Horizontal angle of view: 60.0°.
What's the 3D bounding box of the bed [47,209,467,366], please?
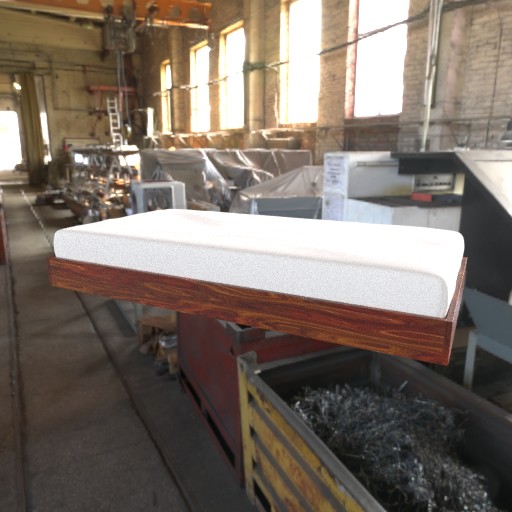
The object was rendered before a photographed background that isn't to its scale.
[{"bbox_3d":[0.000,0.000,2.195,1.860,0.312,0.940,7,15,27],"label":"bed"}]
